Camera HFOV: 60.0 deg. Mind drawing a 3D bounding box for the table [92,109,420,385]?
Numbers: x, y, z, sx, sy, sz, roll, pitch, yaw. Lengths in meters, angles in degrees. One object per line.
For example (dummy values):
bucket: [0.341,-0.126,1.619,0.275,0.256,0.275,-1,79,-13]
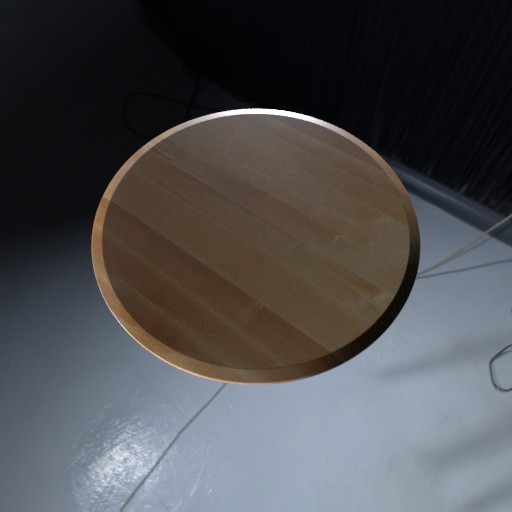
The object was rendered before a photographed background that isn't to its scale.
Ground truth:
table: [0.000,0.000,1.401,0.900,0.400,0.900,0,59,0]
